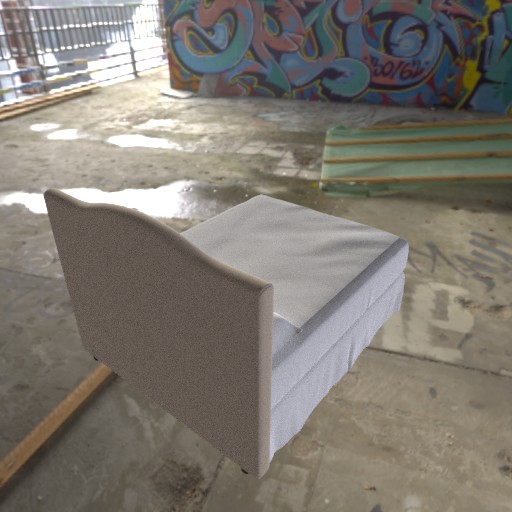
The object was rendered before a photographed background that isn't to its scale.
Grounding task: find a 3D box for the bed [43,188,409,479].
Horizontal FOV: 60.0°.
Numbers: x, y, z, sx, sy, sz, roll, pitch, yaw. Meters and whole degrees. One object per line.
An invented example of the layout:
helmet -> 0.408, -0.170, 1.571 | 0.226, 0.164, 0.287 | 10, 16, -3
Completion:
bed -> 0.000, 0.000, 3.340 | 1.753, 1.460, 2.143 | 22, 37, 33
